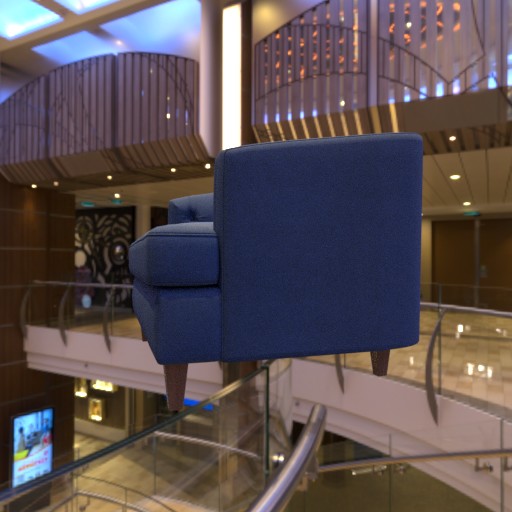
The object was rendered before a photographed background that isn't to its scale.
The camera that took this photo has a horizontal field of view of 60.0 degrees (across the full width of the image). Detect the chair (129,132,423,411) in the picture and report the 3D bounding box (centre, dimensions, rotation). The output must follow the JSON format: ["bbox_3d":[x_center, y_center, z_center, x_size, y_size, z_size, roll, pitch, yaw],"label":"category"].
[{"bbox_3d":[0.000,0.000,1.724,0.914,0.787,1.118,0,0,-18],"label":"chair"}]
